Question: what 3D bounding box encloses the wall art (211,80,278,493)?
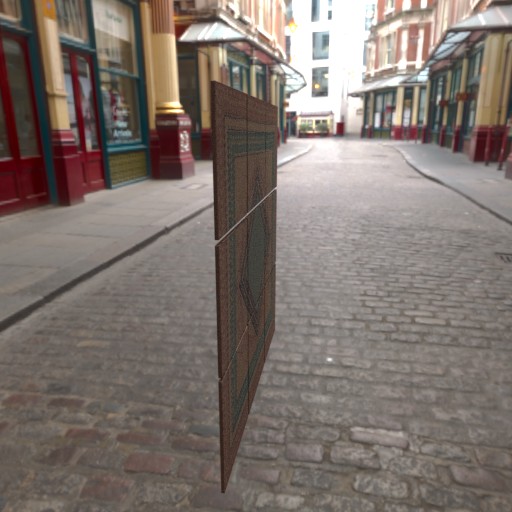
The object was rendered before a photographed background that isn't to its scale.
[{"bbox_3d":[0.000,0.000,2.268,0.014,1.525,1.527,3,16,9],"label":"wall art"}]
